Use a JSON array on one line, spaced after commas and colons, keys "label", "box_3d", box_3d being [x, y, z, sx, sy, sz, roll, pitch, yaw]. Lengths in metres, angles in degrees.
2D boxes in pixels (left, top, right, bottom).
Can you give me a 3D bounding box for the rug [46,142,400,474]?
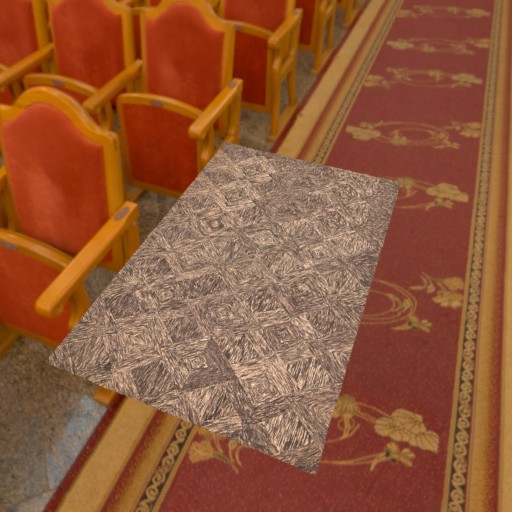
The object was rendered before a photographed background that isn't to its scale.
[{"label": "rug", "box_3d": [0.000, 0.000, 2.286, 1.189, 0.011, 1.808, 16, 49, 15]}]
